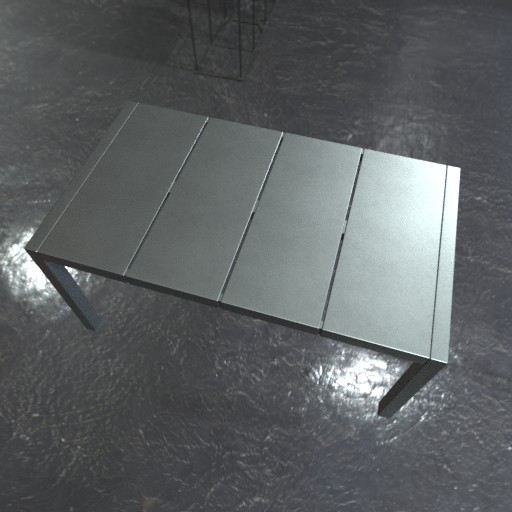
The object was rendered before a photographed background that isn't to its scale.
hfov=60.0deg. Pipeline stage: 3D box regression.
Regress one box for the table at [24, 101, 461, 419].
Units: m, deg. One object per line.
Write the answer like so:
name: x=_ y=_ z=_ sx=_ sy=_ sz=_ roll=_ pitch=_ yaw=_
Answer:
table: x=0.000 y=0.000 z=1.293 sx=0.965 sy=0.460 sz=0.559 roll=14 pitch=58 yaw=9
